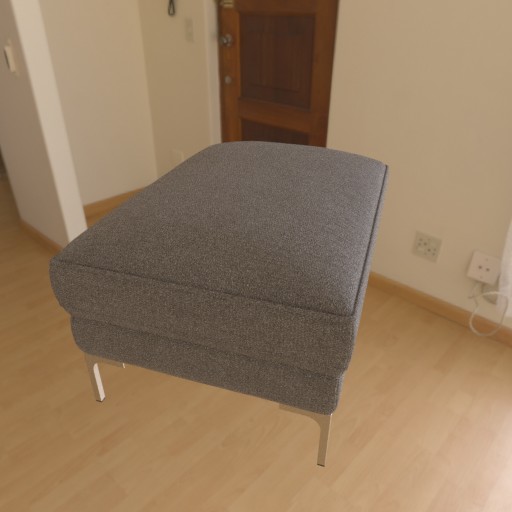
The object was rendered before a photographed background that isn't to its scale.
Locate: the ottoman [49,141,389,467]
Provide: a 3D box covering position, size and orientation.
[{"bbox_3d":[0.000,0.000,1.148,0.583,0.464,0.785,9,32,16],"label":"ottoman"}]
